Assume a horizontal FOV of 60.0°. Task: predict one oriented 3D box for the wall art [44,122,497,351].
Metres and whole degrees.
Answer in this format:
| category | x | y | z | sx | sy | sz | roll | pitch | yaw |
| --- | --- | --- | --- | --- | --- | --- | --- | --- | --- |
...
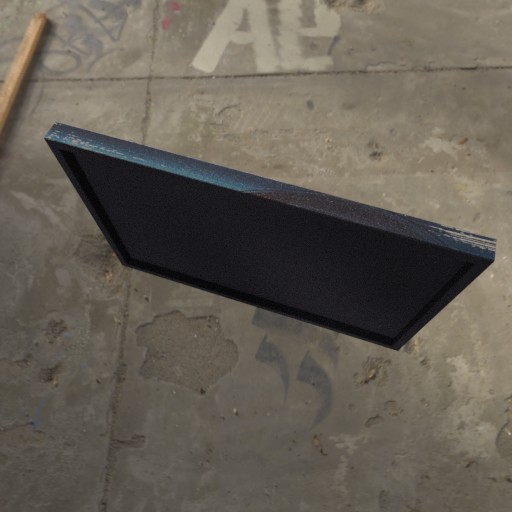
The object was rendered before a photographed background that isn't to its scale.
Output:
| category | x | y | z | sx | sy | sz | roll | pitch | yaw |
| --- | --- | --- | --- | --- | --- | --- | --- | --- | --- |
| wall art | 0.000 | 0.000 | 0.758 | 0.609 | 0.406 | 0.033 | 16 | 64 | 8 |
